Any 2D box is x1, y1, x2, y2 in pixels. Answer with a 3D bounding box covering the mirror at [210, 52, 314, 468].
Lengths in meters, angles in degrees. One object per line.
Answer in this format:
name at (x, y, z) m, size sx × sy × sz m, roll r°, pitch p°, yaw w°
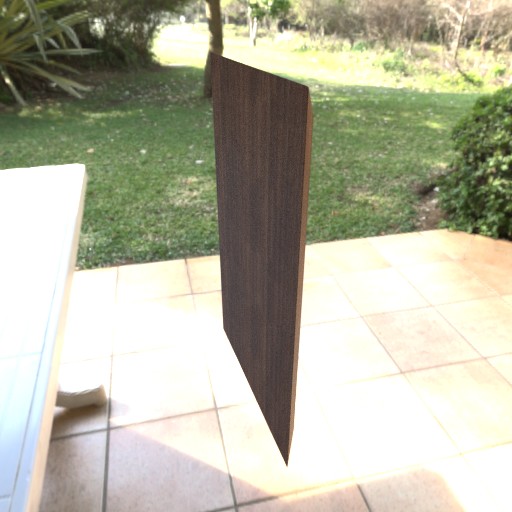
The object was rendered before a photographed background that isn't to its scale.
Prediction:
mirror at (0.000, 0.000, 1.263) m, size 0.047 × 1.010 × 0.651 m, roll -10°, pitch 31°, yaw -17°
